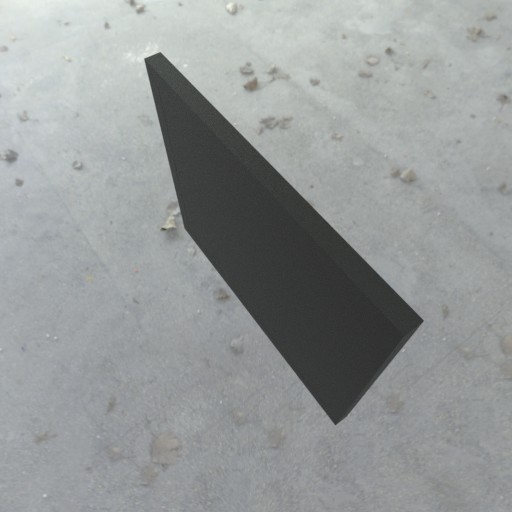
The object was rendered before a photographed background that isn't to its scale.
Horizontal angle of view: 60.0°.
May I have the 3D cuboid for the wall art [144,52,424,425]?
[{"bbox_3d":[0.000,0.000,0.767,0.029,0.457,0.558,-31,63,-18],"label":"wall art"}]
